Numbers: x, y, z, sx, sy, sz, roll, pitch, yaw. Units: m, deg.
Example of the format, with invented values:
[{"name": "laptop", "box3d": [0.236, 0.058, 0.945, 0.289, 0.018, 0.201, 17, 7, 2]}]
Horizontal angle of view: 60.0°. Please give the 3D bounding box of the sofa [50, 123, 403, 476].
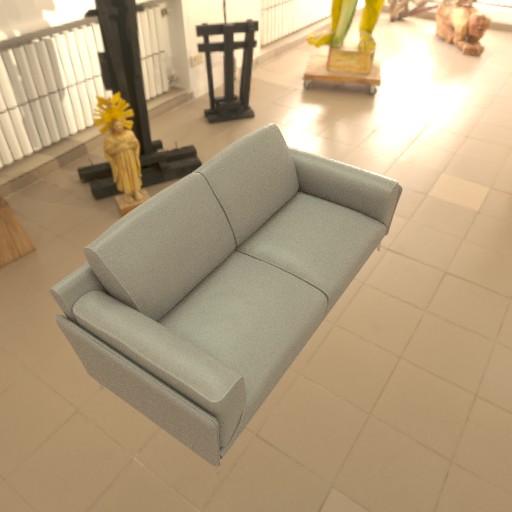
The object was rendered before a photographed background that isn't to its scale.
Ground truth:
[{"name": "sofa", "box3d": [0.000, 0.000, 2.691, 1.049, 0.930, 2.101, 25, 48, 25]}]
